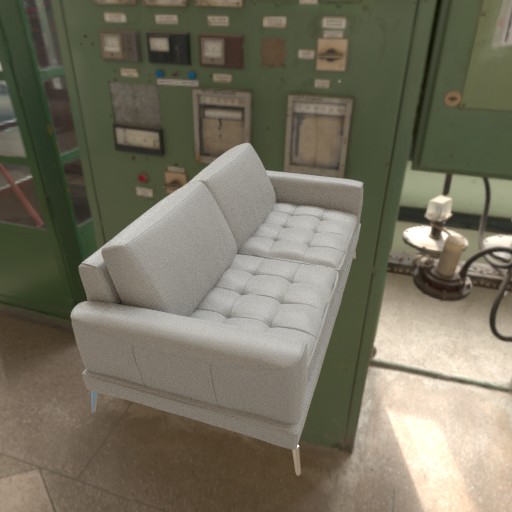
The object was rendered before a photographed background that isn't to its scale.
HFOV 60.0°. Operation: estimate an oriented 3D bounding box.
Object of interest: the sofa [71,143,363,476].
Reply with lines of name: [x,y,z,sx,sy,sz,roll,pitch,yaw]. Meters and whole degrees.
sofa: [0.000,0.000,2.767,1.121,0.930,2.177,10,31,16]
